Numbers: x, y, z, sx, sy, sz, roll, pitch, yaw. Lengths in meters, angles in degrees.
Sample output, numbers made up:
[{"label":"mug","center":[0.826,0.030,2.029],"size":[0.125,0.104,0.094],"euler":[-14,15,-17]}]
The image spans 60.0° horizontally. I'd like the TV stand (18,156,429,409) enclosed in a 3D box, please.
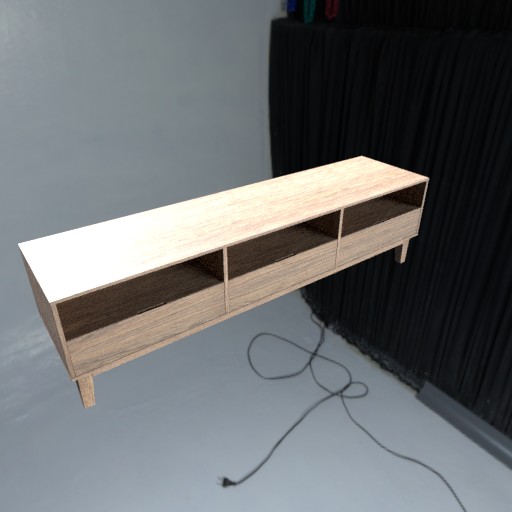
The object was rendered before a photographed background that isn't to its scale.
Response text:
[{"label":"TV stand","center":[0.000,0.000,1.667],"size":[1.482,0.409,0.366],"euler":[-20,35,-30]}]
